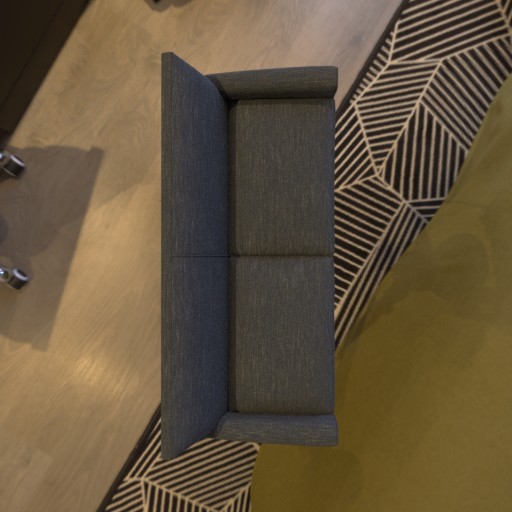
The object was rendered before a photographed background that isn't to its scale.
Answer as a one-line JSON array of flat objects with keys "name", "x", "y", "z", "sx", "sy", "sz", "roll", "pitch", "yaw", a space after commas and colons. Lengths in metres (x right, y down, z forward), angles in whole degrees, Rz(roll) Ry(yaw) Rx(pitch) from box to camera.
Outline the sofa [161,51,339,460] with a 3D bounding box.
[{"name": "sofa", "x": 0.000, "y": 0.000, "z": 2.468, "sx": 0.875, "sy": 0.846, "sz": 1.976, "roll": 0, "pitch": 90, "yaw": 1}]
